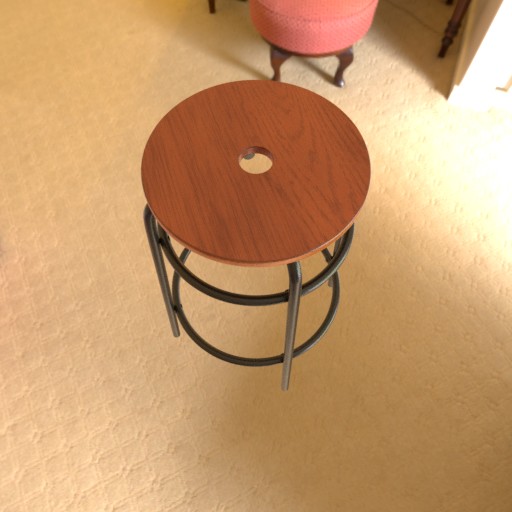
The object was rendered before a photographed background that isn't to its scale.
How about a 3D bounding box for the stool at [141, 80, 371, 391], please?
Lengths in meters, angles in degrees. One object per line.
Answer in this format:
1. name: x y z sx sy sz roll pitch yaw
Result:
1. stool: 0.000 0.000 0.917 0.455 0.610 0.455 -17 64 -9
